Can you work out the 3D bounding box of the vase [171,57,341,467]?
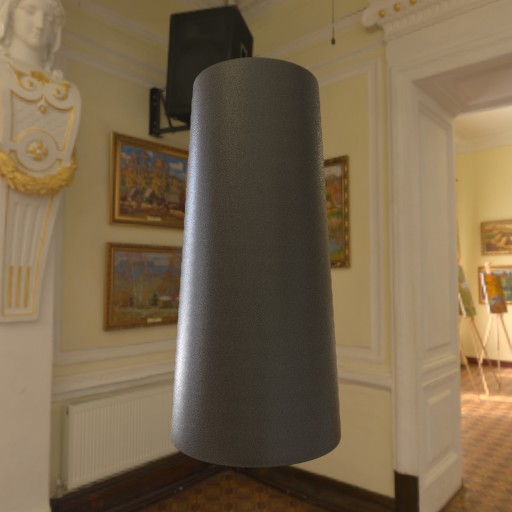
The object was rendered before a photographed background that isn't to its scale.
[{"bbox_3d":[0.000,0.000,0.370,0.136,0.289,0.136,2,-4,-35],"label":"vase"}]
